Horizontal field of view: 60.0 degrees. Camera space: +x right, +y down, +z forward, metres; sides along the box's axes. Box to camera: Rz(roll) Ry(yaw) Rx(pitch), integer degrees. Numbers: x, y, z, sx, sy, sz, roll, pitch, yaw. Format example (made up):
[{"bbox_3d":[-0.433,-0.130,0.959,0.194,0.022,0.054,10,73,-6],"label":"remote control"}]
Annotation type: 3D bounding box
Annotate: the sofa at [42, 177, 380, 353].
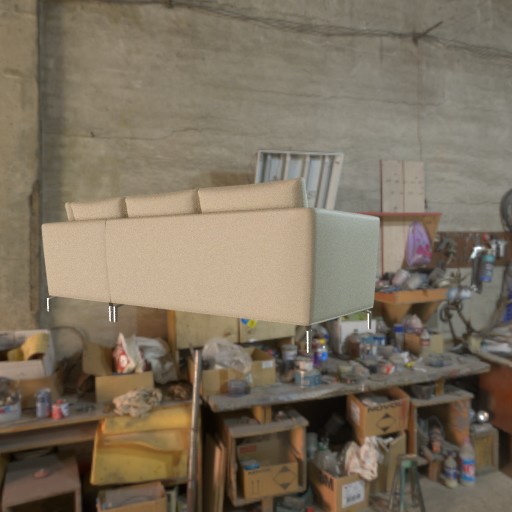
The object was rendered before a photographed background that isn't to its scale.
[{"bbox_3d":[0.000,0.000,3.751,2.430,0.867,2.448,1,1,36],"label":"sofa"}]
